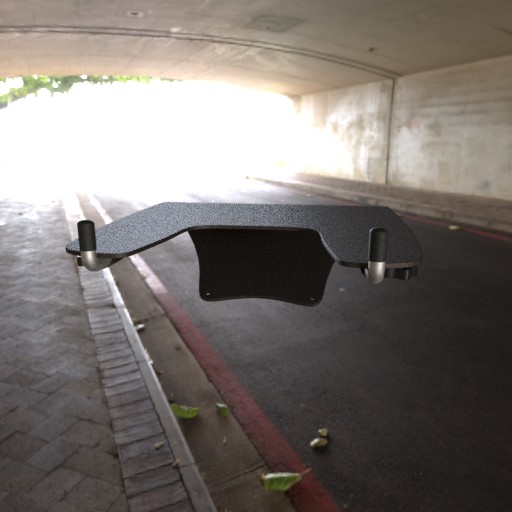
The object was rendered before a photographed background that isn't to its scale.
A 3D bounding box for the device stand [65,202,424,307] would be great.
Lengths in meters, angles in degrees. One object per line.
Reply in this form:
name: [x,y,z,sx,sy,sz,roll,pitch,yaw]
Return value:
device stand: [0.000,0.000,0.348,0.230,0.092,0.230,2,15,8]
